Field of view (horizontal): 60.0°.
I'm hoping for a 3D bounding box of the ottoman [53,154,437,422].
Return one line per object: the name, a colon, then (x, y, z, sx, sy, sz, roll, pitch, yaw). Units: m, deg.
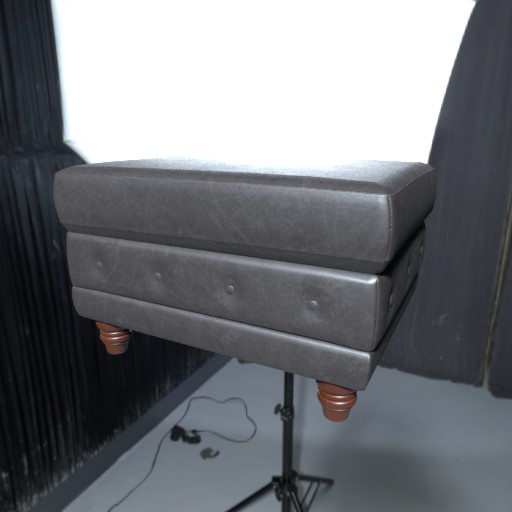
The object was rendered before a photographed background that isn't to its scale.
ottoman: (0.000, 0.000, 1.161, 0.795, 0.498, 0.590, 8, 18, 26)
